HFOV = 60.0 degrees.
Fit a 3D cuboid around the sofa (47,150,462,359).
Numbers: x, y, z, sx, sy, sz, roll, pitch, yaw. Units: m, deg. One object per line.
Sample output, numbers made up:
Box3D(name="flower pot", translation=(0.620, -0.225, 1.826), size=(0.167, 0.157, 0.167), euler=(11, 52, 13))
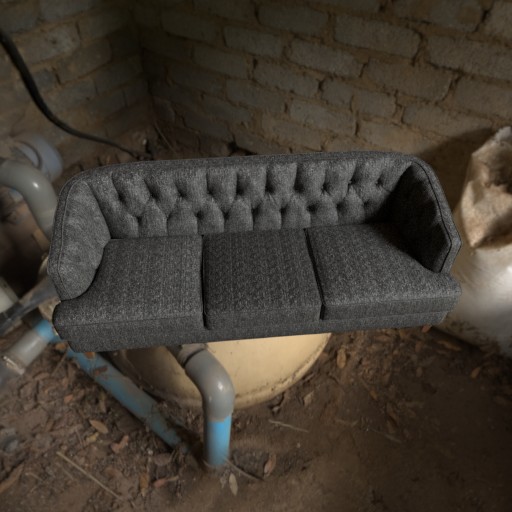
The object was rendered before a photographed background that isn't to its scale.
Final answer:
Box3D(name="sofa", translation=(0.000, 0.000, 2.740), size=(2.278, 0.855, 0.941), euler=(-4, 46, -4))
